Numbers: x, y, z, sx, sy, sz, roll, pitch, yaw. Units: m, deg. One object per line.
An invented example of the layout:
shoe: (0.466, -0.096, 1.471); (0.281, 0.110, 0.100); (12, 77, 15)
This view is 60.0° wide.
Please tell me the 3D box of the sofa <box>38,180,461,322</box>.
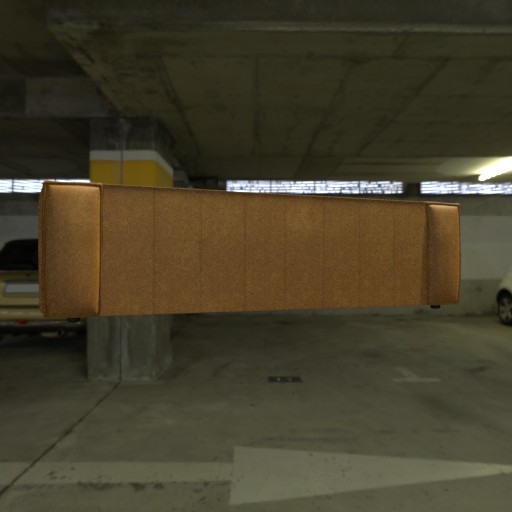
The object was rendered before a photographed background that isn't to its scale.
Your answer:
sofa: (0.000, 0.000, 3.009); (2.581, 0.701, 1.102); (0, -1, -19)
